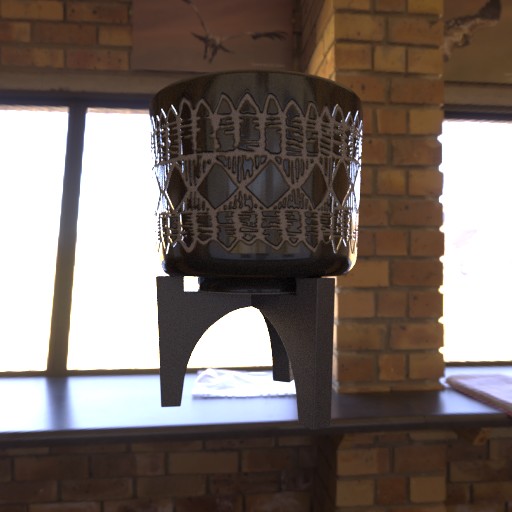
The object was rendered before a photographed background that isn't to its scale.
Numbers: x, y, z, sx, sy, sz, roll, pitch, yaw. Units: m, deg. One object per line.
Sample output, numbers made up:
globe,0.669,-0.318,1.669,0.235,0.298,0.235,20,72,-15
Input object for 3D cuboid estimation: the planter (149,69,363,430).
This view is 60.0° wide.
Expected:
planter,0.000,0.000,0.273,0.129,0.177,0.129,0,-1,0
